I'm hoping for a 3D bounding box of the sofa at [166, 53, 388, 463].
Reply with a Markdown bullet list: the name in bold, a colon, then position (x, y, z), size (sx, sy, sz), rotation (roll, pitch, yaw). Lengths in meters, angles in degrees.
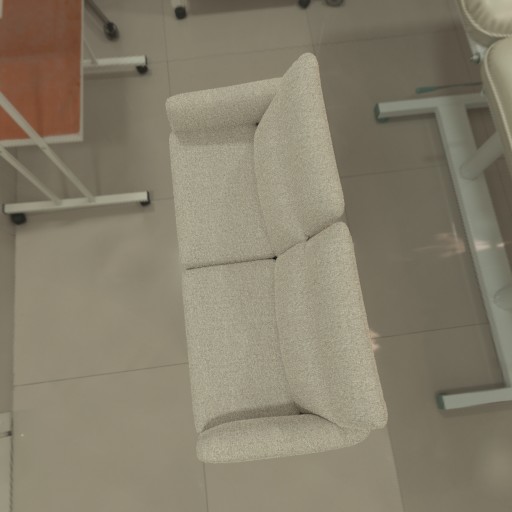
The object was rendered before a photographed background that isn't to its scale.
- **sofa**: position (0.000, 0.000, 2.410), size (0.856, 0.956, 2.015), rotation (-7, 75, -2)
